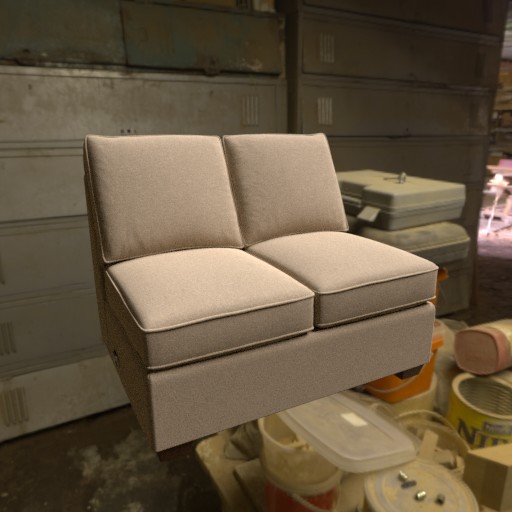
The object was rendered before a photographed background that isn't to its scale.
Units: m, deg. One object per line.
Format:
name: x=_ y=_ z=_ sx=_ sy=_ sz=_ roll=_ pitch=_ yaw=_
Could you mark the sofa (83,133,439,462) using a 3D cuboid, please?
sofa: x=0.000 y=0.000 z=1.907 sx=1.237 sy=1.008 sz=0.951 roll=-8 pitch=18 yaw=-26
